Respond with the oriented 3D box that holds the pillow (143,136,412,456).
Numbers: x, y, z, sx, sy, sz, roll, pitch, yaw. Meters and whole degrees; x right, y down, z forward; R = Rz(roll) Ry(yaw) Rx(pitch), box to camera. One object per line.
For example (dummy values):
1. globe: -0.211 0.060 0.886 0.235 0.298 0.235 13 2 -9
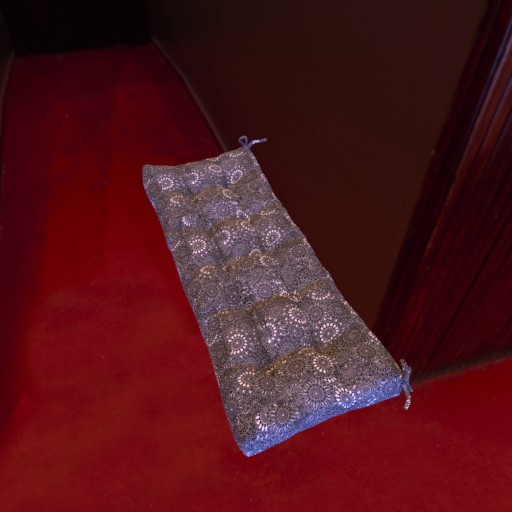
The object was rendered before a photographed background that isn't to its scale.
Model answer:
1. pillow: 0.000 0.000 1.411 0.511 0.174 1.194 -16 49 -15
